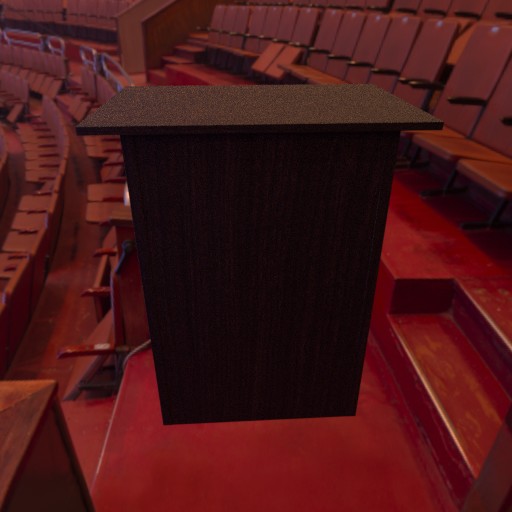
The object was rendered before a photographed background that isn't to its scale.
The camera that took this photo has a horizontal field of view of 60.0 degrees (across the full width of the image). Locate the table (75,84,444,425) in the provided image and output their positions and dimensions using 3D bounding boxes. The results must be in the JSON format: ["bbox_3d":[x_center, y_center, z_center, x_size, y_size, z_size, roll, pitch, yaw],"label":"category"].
[{"bbox_3d":[0.000,0.000,1.059,0.591,0.711,0.406,-2,29,-3],"label":"table"}]
